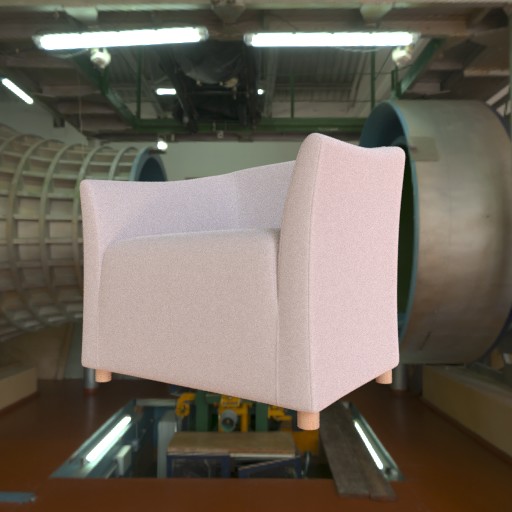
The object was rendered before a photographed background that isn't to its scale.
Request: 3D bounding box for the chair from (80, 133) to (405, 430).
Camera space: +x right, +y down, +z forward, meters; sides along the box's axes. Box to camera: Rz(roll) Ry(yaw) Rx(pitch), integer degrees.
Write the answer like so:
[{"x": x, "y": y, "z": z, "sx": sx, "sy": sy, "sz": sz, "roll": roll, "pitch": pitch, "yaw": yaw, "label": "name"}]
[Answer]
[{"x": 0.000, "y": 0.000, "z": 1.335, "sx": 0.790, "sy": 0.720, "sz": 0.700, "roll": -2, "pitch": -3, "yaw": 35, "label": "chair"}]
